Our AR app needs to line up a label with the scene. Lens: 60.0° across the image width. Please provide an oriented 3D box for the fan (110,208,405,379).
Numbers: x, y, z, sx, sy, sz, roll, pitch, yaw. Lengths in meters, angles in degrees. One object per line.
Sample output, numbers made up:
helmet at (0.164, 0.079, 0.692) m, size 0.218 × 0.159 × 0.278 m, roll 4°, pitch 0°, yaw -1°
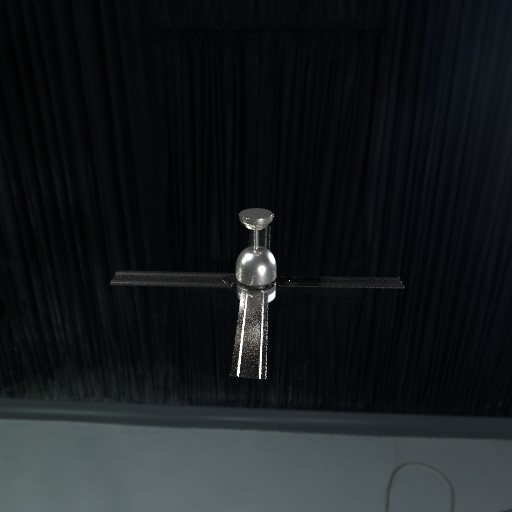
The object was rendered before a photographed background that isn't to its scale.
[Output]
fan at (0.000, 0.000, 2.012) m, size 1.346 × 0.406 × 1.346 m, roll 0°, pitch 25°, yaw 1°
